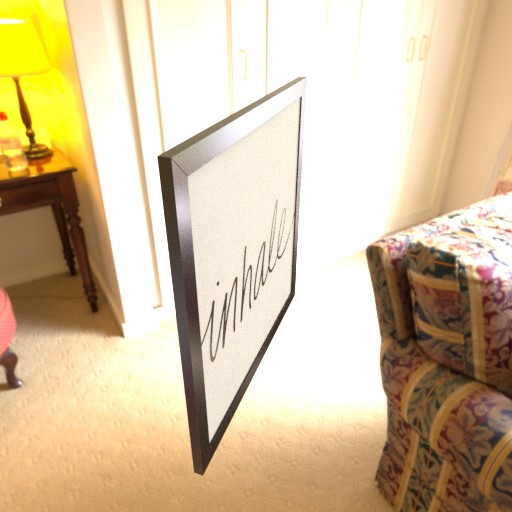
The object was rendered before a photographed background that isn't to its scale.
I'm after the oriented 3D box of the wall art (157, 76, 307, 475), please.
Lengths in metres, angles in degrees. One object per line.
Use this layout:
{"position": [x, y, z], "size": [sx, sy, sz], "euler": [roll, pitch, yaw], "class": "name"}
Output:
{"position": [0.000, 0.000, 0.670], "size": [0.014, 0.445, 0.446], "euler": [11, 33, 18], "class": "wall art"}
